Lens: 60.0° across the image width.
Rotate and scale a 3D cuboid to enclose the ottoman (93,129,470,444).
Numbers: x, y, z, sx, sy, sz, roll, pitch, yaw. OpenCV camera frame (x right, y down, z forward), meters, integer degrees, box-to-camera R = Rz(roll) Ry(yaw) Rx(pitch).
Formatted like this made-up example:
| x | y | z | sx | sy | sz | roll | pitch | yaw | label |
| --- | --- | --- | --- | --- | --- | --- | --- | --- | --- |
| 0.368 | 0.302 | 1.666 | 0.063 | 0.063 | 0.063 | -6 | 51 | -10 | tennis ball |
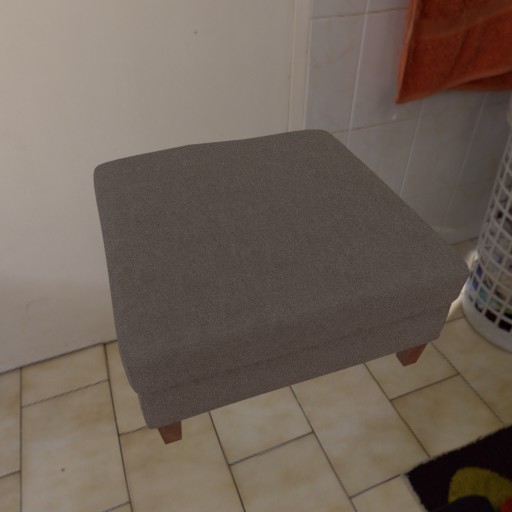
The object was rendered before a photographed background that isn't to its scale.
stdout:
| x | y | z | sx | sy | sz | roll | pitch | yaw | label |
| --- | --- | --- | --- | --- | --- | --- | --- | --- | --- |
| 0.000 | 0.000 | 1.420 | 0.881 | 0.482 | 0.861 | -13 | 43 | -15 | ottoman |
